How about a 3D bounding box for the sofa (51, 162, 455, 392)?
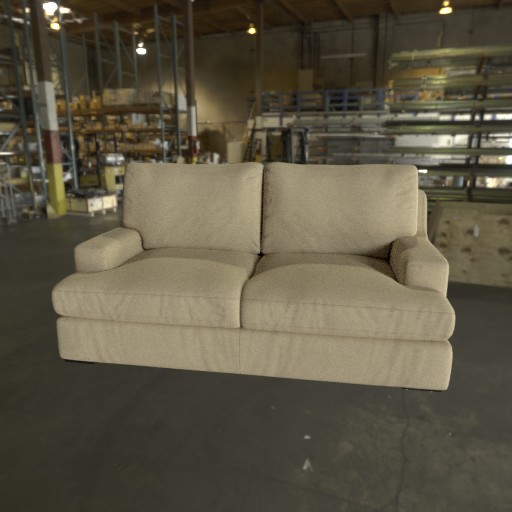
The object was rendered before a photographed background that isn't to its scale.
[{"bbox_3d":[0.000,0.000,2.386,1.885,0.967,0.962,2,14,9],"label":"sofa"}]
